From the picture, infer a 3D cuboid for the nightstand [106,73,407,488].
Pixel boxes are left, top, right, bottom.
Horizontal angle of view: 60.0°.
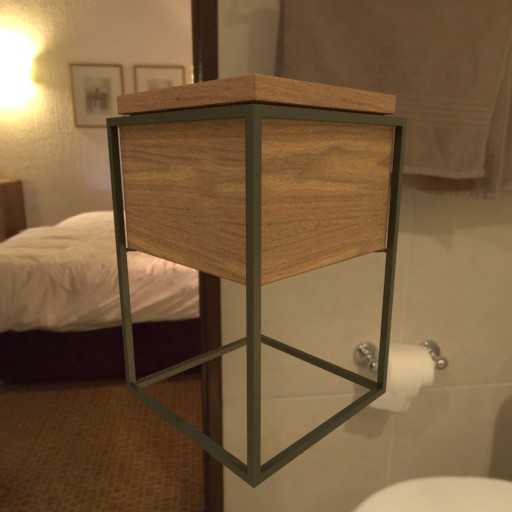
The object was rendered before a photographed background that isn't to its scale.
[{"bbox_3d":[0.000,0.000,0.888,0.397,0.607,0.397,-13,19,-43],"label":"nightstand"}]
